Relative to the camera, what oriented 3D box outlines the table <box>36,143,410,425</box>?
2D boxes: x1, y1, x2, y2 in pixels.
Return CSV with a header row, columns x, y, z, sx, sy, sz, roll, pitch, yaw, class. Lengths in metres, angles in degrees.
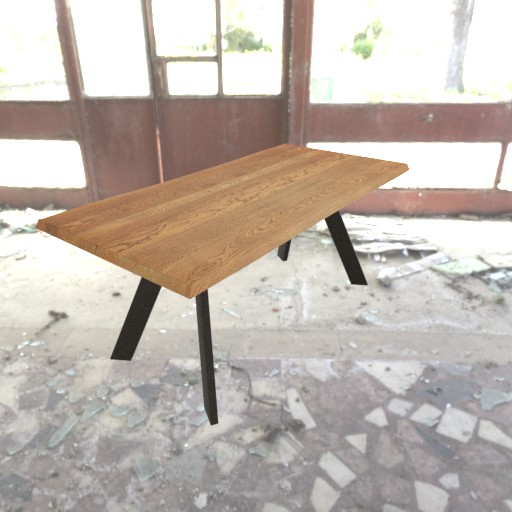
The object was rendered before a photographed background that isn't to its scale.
x,y,z,sx,sy,sz,roll,pitch,yaw,class
0.000,0.000,2.364,0.900,0.770,1.800,19,32,33,table
